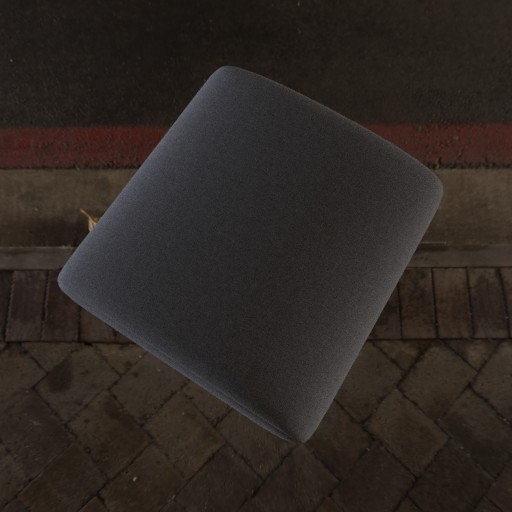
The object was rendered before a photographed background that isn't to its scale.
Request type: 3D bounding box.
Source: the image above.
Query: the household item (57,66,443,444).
[{"bbox_3d":[0.000,0.000,0.897,0.530,0.410,0.530,31,76,9],"label":"household item"}]
